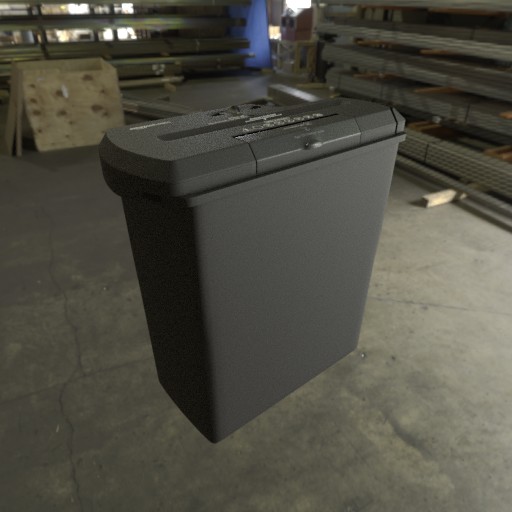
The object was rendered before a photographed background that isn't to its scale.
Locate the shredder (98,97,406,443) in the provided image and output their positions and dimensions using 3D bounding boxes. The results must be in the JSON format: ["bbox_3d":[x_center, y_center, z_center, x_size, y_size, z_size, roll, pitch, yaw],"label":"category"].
[{"bbox_3d":[0.000,0.000,0.525,0.320,0.335,0.170,-23,38,-33],"label":"shredder"}]
